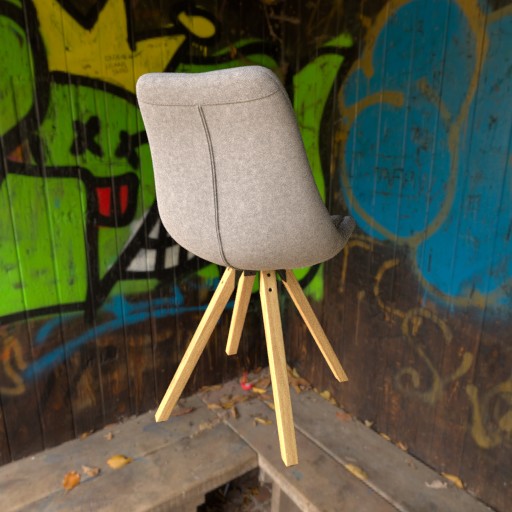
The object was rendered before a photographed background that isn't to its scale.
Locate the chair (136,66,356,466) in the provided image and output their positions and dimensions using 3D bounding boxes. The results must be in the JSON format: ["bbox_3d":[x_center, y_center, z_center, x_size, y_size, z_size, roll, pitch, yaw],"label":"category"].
[{"bbox_3d":[0.000,0.000,1.183,0.483,0.865,0.550,7,17,25],"label":"chair"}]
